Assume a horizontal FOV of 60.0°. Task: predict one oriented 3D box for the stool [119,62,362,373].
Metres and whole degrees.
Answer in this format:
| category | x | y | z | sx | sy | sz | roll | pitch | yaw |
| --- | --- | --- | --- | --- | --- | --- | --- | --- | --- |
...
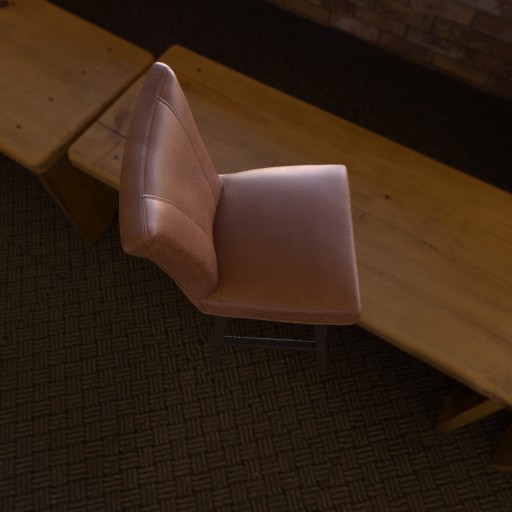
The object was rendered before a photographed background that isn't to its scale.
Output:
| category | x | y | z | sx | sy | sz | roll | pitch | yaw |
| --- | --- | --- | --- | --- | --- | --- | --- | --- | --- |
| stool | 0.000 | 0.000 | 1.432 | 0.585 | 1.094 | 0.522 | 0 | 64 | 0 |
